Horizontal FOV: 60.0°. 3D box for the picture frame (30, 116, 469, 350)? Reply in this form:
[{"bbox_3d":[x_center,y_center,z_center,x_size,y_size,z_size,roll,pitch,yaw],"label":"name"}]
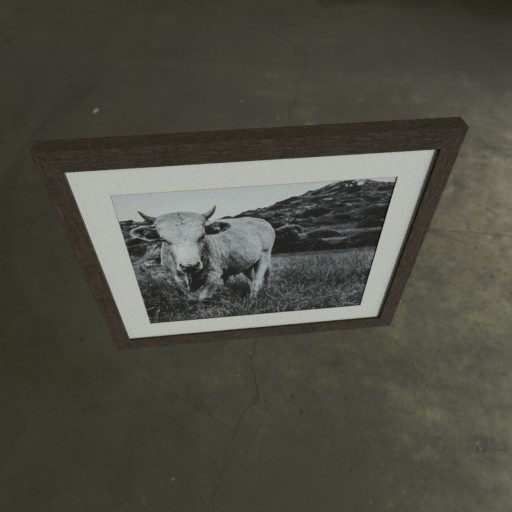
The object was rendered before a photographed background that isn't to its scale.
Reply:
[{"bbox_3d":[0.000,0.000,0.725,0.546,0.455,0.026,-4,48,-4],"label":"picture frame"}]
